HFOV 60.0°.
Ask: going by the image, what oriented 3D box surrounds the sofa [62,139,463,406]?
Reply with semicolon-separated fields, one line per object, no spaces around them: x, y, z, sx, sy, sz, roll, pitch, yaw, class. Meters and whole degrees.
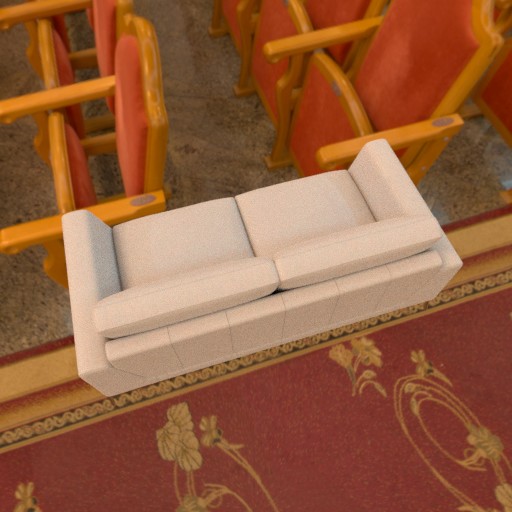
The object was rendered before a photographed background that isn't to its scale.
0.000;0.000;2.545;2.017;0.875;0.953;-15;61;-9;sofa
